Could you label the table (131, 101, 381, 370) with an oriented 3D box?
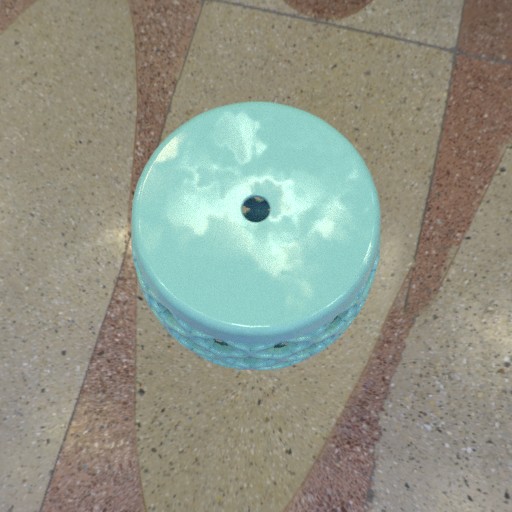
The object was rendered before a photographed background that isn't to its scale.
[{"bbox_3d":[0.000,0.000,0.646,0.325,0.388,0.325,0,75,0],"label":"table"}]
